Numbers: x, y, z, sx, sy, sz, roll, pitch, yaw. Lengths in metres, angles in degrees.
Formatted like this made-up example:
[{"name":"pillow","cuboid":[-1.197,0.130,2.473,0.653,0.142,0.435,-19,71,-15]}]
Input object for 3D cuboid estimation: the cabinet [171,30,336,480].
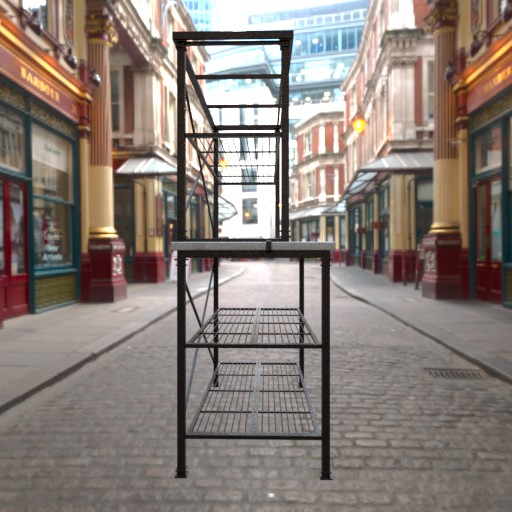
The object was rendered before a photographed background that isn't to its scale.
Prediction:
[{"name":"cabinet","cuboid":[0.000,0.000,2.224,0.610,1.659,1.210,0,0,1]}]
